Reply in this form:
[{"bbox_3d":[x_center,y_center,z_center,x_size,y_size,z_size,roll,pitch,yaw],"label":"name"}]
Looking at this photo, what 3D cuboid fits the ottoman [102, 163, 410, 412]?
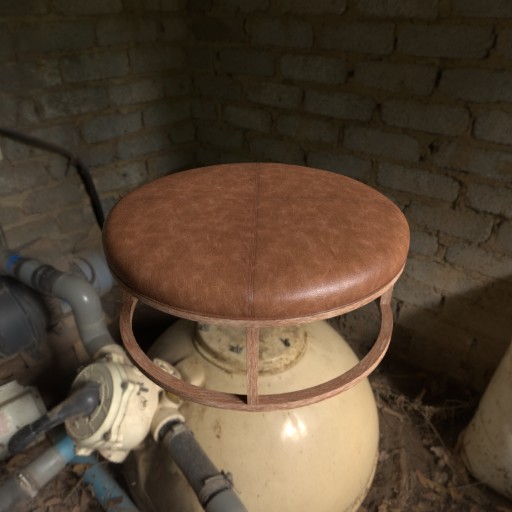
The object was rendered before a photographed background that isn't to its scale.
[{"bbox_3d":[0.000,0.000,1.575,1.006,0.445,1.006,0,30,0],"label":"ottoman"}]
